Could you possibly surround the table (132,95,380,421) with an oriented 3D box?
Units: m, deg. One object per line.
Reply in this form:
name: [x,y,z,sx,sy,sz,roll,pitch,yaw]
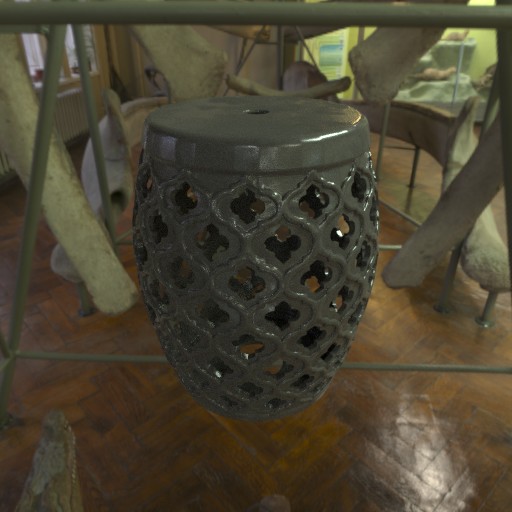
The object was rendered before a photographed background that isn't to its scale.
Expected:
table: [0.000,0.000,0.617,0.325,0.388,0.325,0,29,0]
